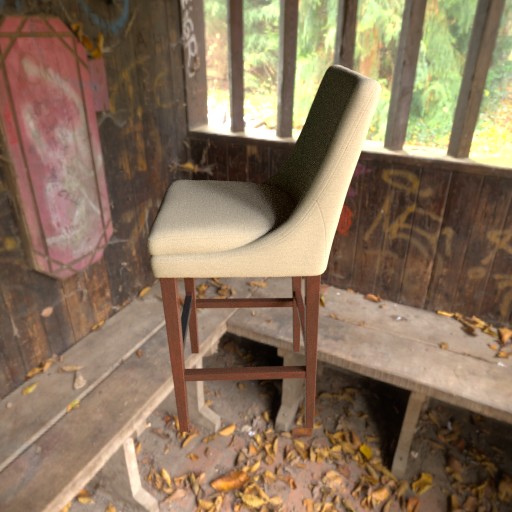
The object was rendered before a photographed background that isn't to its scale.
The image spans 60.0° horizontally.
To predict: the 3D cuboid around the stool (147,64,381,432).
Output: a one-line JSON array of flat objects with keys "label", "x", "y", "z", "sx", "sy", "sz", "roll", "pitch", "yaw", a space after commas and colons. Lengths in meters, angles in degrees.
[{"label": "stool", "x": 0.000, "y": 0.000, "z": 1.393, "sx": 0.577, "sy": 1.078, "sz": 0.470, "roll": -1, "pitch": 28, "yaw": -2}]
